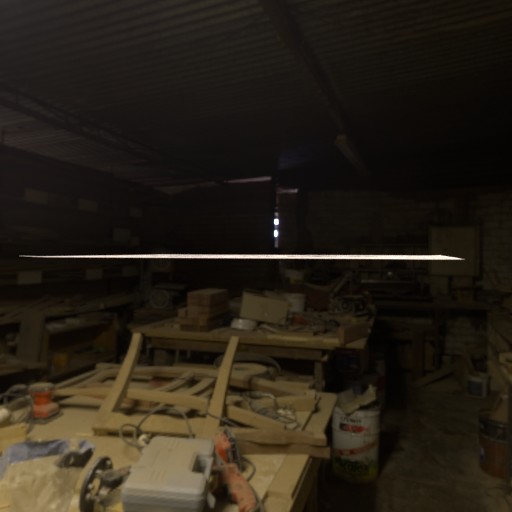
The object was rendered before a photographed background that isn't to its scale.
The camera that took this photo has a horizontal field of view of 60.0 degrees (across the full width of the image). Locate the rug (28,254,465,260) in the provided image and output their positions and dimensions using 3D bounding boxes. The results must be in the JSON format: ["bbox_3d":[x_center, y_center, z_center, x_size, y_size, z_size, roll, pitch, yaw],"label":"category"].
[{"bbox_3d":[0.000,0.000,2.248,1.813,0.008,1.223,0,1,19],"label":"rug"}]
